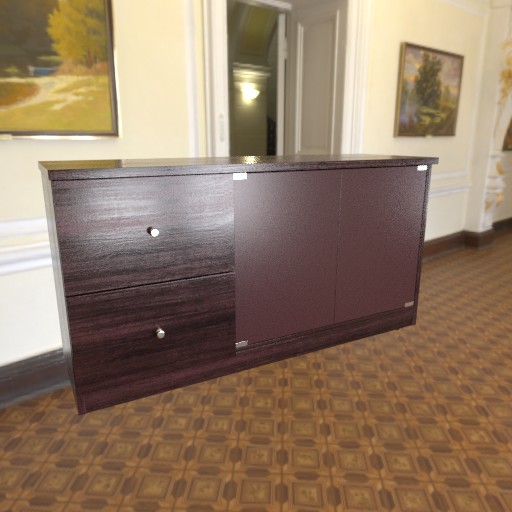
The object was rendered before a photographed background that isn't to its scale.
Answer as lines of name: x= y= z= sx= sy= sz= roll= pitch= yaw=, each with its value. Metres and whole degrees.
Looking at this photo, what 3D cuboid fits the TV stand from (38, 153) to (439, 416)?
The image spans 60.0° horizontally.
TV stand: x=0.000 y=0.000 z=1.440 sx=1.192 sy=0.614 sz=0.404 roll=-8 pitch=17 yaw=-27
